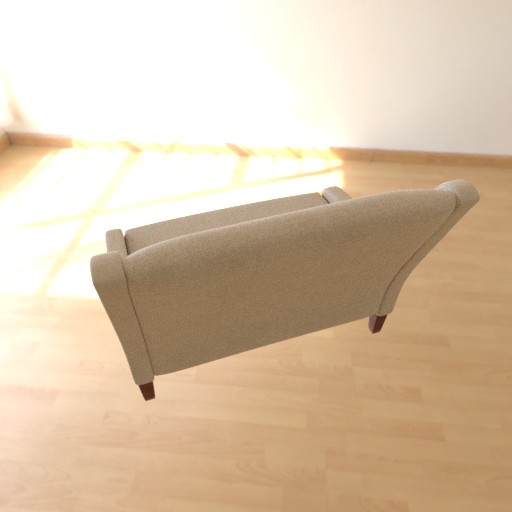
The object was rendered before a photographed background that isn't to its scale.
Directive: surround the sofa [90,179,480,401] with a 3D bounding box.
[{"bbox_3d":[0.000,0.000,1.897,1.212,0.976,0.946,-13,42,-15],"label":"sofa"}]
